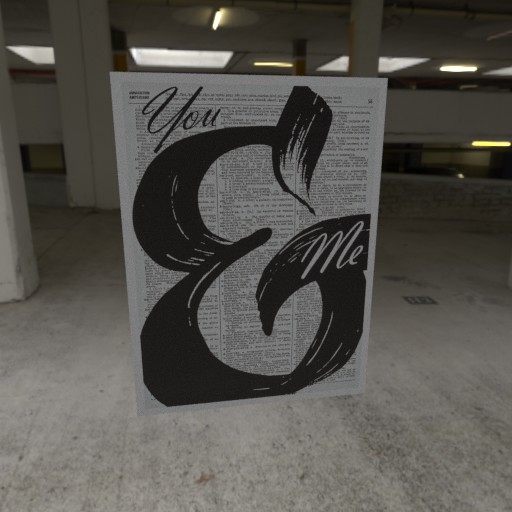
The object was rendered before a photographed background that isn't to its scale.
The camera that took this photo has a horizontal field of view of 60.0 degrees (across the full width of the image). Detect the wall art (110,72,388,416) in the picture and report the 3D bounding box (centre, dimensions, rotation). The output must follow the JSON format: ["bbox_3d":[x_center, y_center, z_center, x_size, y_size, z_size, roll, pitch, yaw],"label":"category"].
[{"bbox_3d":[0.000,0.000,0.801,0.457,0.609,0.003,-3,15,-10],"label":"wall art"}]
